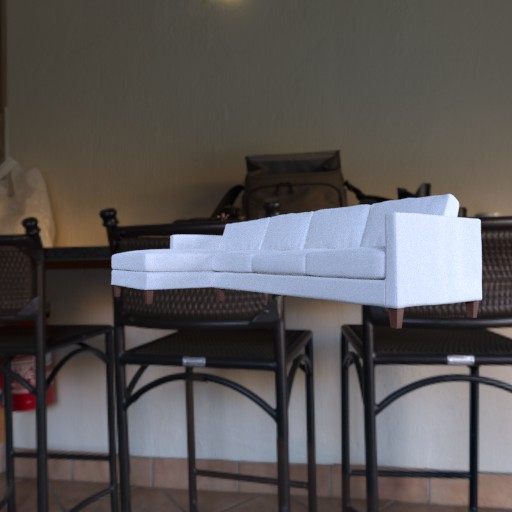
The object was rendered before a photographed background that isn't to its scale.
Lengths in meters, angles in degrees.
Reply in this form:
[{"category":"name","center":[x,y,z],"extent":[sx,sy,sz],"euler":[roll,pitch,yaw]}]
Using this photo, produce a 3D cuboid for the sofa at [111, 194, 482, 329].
[{"category":"sofa","center":[0.000,0.000,3.912],"extent":[1.625,0.861,3.186],"euler":[0,0,-35]}]
